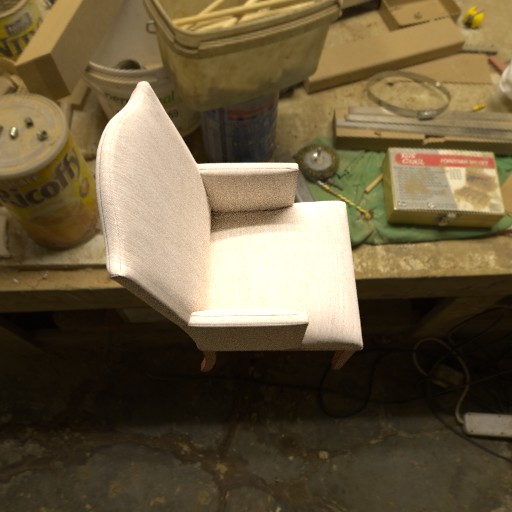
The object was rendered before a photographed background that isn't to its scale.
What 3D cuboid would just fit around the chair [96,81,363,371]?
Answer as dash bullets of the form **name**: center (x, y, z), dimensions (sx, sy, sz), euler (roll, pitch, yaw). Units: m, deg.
- **chair**: center (0.000, 0.000, 1.338), dimensions (0.641, 1.016, 0.533), euler (-1, 64, 0)
